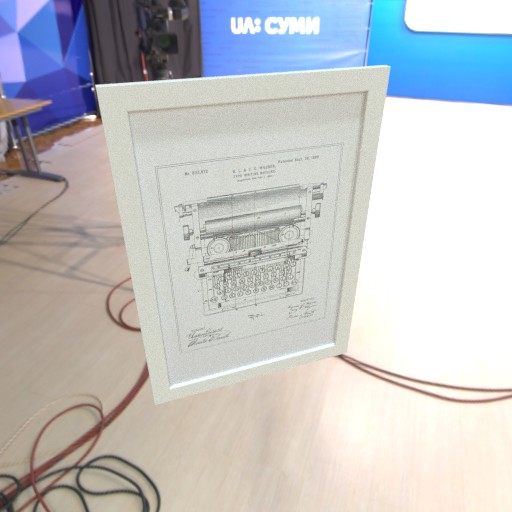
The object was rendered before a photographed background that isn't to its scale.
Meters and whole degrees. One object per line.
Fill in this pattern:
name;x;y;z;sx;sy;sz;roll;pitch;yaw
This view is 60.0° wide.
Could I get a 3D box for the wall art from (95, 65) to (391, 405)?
wall art;0.000;0.000;0.693;0.381;0.533;0.013;-11;34;-16
